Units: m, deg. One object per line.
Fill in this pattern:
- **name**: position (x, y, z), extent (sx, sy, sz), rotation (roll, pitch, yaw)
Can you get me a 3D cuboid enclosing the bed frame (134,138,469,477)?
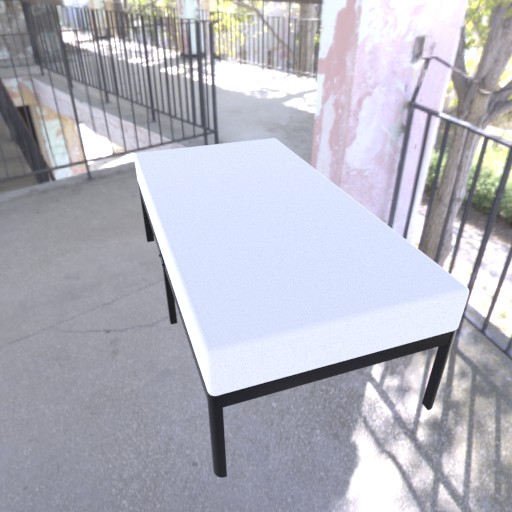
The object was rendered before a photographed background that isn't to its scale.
- **bed frame**: position (0.000, 0.000, 2.427), extent (1.023, 0.659, 1.950), rotation (-11, 33, -16)
